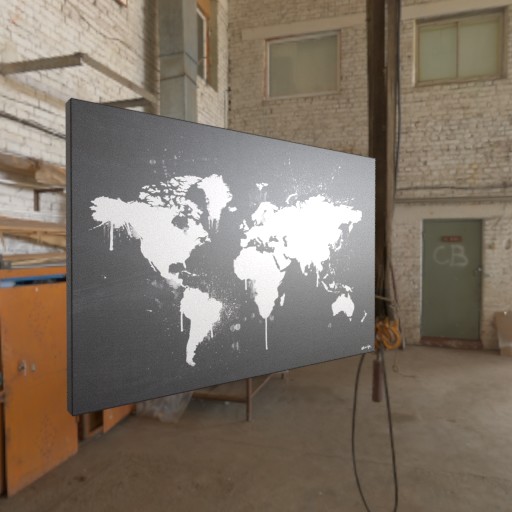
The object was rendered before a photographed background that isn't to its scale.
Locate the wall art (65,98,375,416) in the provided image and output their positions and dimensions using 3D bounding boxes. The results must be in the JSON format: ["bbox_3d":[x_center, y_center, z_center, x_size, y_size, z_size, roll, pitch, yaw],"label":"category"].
[{"bbox_3d":[0.000,0.000,1.134,0.912,0.612,0.038,-1,1,-37],"label":"wall art"}]
